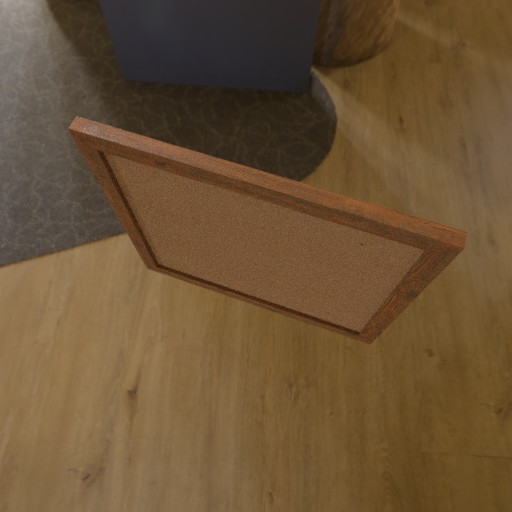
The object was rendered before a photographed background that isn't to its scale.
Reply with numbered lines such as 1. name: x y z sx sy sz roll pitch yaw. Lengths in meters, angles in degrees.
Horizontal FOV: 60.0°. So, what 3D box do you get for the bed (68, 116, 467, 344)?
1. bed: 0.000 0.000 1.539 1.046 0.942 0.046 18 66 8
